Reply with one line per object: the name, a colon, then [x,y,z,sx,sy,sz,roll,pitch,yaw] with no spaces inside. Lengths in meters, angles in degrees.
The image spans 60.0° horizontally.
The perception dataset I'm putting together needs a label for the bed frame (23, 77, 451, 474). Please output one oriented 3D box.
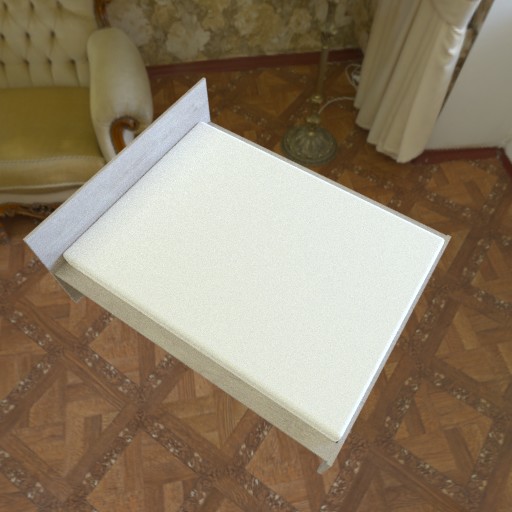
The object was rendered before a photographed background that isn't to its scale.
bed frame: [0.000,0.000,2.817,1.960,0.800,1.622,30,63,17]
